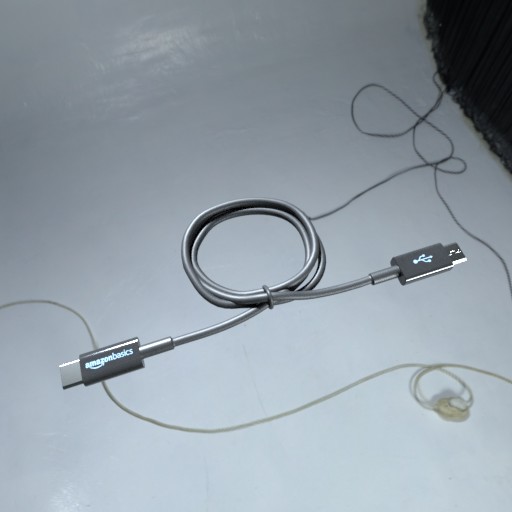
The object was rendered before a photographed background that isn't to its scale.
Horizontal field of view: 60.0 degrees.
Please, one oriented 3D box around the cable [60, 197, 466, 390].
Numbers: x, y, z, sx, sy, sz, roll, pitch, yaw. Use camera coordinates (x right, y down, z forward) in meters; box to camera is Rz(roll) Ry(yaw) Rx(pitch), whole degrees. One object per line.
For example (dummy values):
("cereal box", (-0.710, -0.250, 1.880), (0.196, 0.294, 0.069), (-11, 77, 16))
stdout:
("cable", (0.000, 0.000, 0.211), (0.192, 0.014, 0.070), (-17, 64, -9))
